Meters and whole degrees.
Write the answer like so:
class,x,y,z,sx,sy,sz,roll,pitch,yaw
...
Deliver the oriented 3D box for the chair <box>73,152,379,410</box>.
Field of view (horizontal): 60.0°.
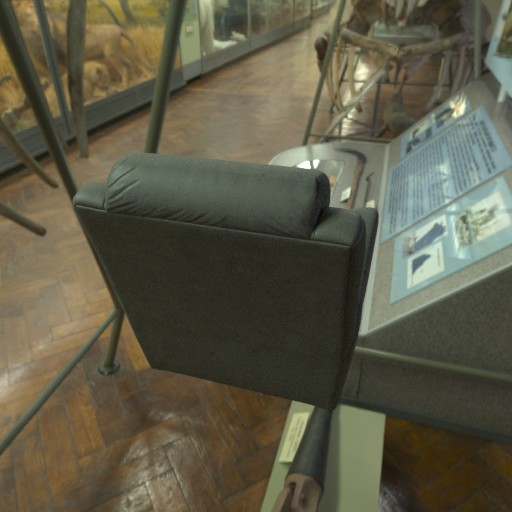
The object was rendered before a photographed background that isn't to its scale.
class,x,y,z,sx,sy,sz,roll,pitch,yaw
chair,0.000,0.000,1.895,0.965,1.116,1.068,9,33,14
